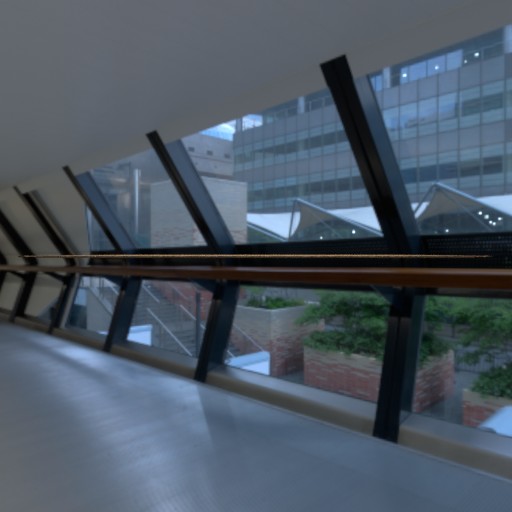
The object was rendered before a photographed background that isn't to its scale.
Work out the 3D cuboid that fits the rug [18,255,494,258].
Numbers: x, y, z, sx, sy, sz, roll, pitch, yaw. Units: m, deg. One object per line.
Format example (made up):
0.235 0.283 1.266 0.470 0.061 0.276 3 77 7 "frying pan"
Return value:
0.000 0.000 3.011 2.434 0.010 1.516 0 0 0 "rug"
